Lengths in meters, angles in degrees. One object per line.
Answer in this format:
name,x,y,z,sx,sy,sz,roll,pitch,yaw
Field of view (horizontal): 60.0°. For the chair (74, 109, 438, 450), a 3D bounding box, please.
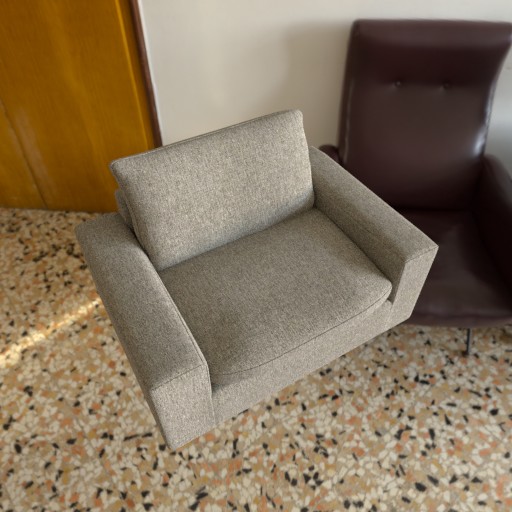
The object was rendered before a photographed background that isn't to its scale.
chair,0.000,0.000,2.095,1.398,0.915,1.039,-23,50,-21
